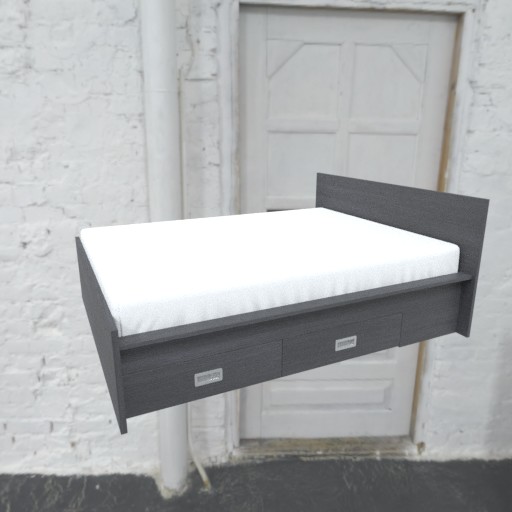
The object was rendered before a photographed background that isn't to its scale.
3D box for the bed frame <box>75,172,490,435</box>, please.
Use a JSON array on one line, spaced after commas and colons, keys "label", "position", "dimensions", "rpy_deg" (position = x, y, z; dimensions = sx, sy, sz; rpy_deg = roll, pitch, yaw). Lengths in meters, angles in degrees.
[{"label": "bed frame", "position": [0.000, 0.000, 2.746], "dimensions": [1.960, 0.800, 1.622], "rpy_deg": [-8, 18, -25]}]
